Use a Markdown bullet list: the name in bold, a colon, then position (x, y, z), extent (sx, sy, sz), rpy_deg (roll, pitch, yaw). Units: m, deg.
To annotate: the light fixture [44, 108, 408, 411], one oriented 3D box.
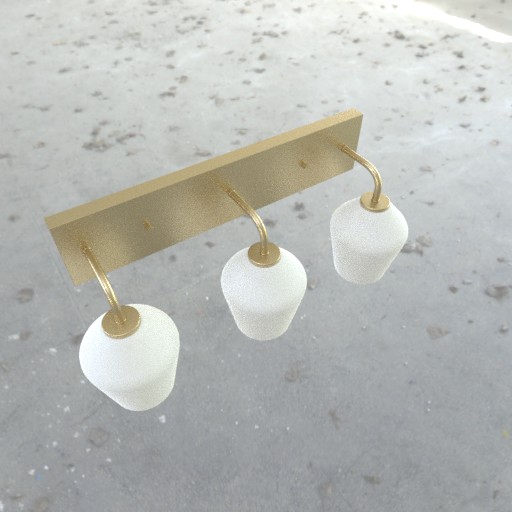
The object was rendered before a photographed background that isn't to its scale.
- **light fixture**: position (0.000, 0.000, 0.722), extent (0.609, 0.280, 0.190), rpy_deg (-25, 51, -22)
